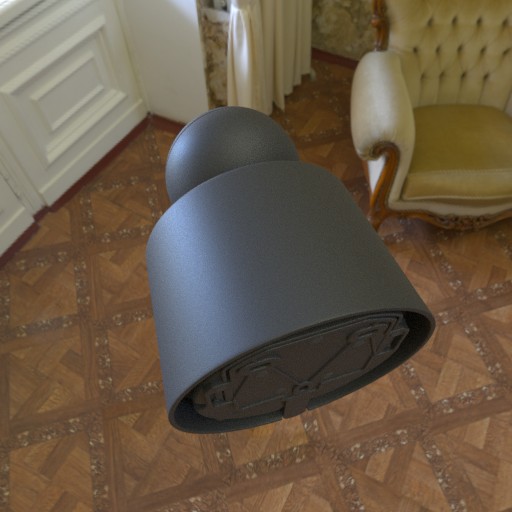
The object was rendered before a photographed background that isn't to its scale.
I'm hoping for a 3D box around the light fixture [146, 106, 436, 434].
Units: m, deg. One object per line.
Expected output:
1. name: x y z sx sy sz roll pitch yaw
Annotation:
1. light fixture: 0.000 0.000 0.261 0.134 0.143 0.160 -15 58 -10
